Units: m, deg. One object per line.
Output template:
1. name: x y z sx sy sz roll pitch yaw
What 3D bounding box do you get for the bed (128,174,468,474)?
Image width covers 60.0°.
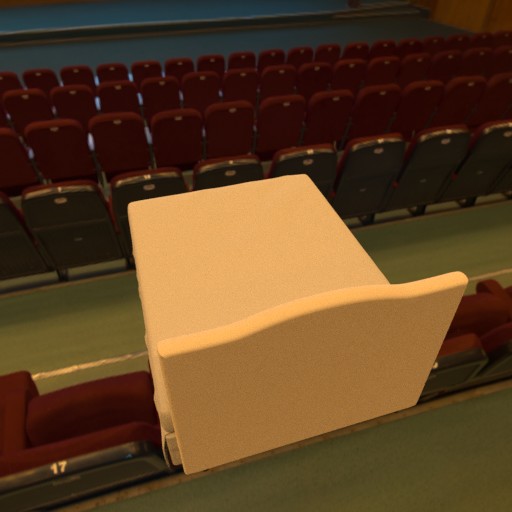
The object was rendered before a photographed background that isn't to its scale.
1. bed: 0.000 0.000 3.535 1.977 1.437 2.477 -11 42 -13
